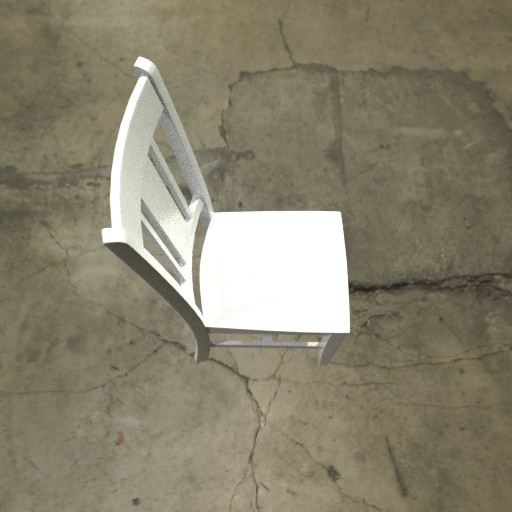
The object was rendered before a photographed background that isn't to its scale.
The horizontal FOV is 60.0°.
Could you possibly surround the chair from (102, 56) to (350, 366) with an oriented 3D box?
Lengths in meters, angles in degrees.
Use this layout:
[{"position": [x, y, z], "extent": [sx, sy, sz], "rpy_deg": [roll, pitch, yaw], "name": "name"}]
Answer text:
[{"position": [0.000, 0.000, 1.289], "extent": [0.555, 0.998, 0.450], "rpy_deg": [1, 64, 0], "name": "chair"}]
